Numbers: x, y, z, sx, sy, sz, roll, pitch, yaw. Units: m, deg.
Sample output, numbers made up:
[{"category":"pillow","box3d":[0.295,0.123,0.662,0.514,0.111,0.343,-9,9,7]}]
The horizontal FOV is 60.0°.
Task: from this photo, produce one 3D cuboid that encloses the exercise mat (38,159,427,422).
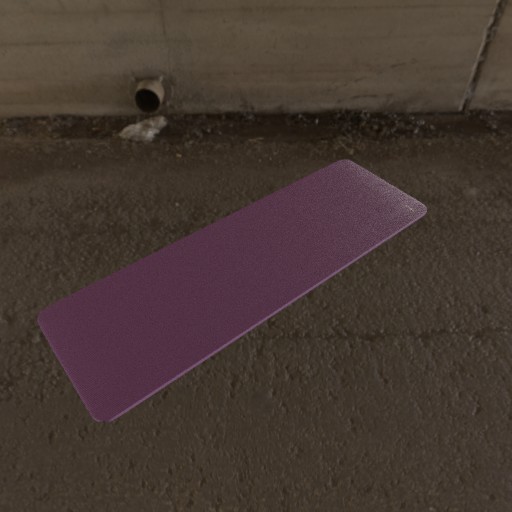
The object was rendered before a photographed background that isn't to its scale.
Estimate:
[{"category":"exercise mat","box3d":[0.000,0.000,2.078,1.869,0.021,0.616,-30,53,-26]}]
